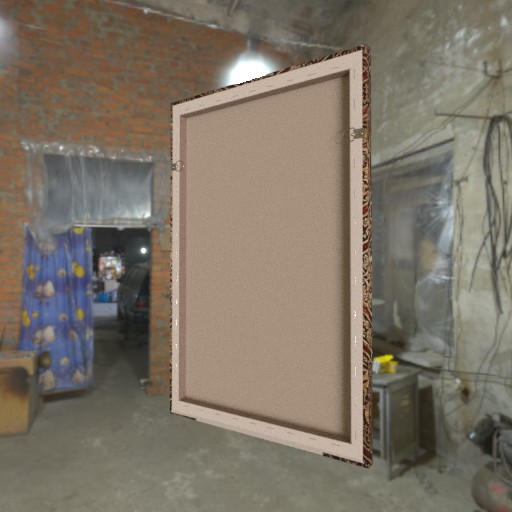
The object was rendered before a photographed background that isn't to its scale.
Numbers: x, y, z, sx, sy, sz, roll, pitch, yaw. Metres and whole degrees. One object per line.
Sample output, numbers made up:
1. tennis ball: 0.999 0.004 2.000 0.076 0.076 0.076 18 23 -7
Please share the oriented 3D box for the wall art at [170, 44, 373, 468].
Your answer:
1. wall art: 0.000 0.000 1.127 0.599 0.904 0.030 -1 -1 36
